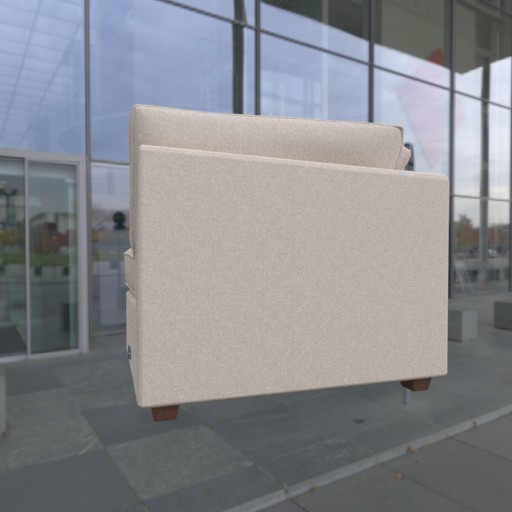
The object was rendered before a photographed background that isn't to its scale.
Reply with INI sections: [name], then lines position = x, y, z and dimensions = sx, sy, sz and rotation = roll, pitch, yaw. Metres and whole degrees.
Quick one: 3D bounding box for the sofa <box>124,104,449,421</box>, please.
[sofa]
position = 0.000, 0.000, 1.838
dimensions = 1.042, 0.937, 1.050
rotation = 0, 1, -18
